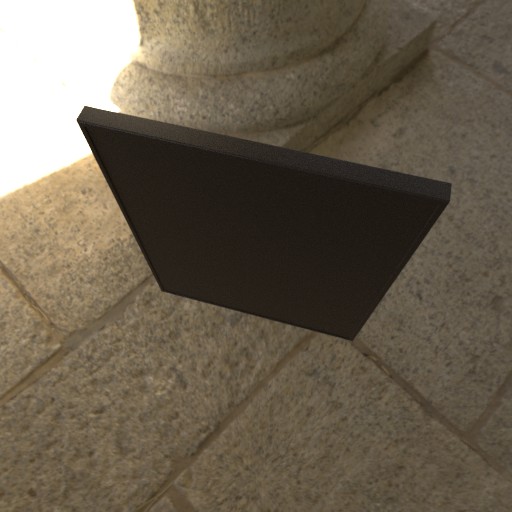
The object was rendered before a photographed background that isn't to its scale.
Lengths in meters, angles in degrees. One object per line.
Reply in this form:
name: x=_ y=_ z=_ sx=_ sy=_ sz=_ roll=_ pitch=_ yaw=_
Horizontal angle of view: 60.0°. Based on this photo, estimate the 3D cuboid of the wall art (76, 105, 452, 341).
wall art: x=0.000 y=0.000 z=0.767 sx=0.451 sy=0.551 sz=0.028 roll=14 pitch=64 yaw=7
